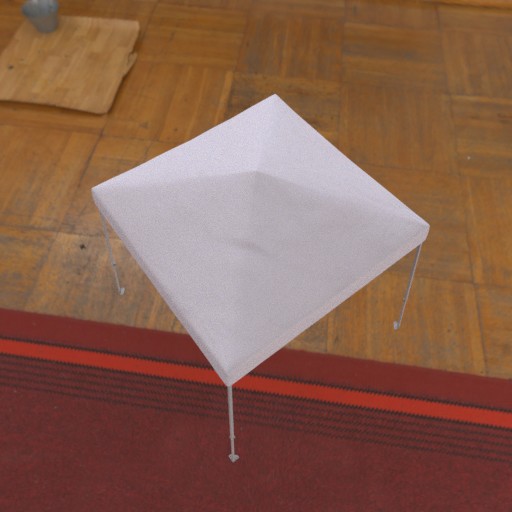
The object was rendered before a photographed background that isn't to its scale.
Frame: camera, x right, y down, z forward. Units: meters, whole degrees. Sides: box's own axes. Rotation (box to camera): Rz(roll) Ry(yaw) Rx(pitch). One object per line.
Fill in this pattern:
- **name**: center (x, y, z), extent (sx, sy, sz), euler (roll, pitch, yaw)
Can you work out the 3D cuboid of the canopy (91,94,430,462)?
- **canopy**: center (0.000, 0.000, 5.065), extent (2.849, 2.850, 2.850), euler (-33, 64, -18)
